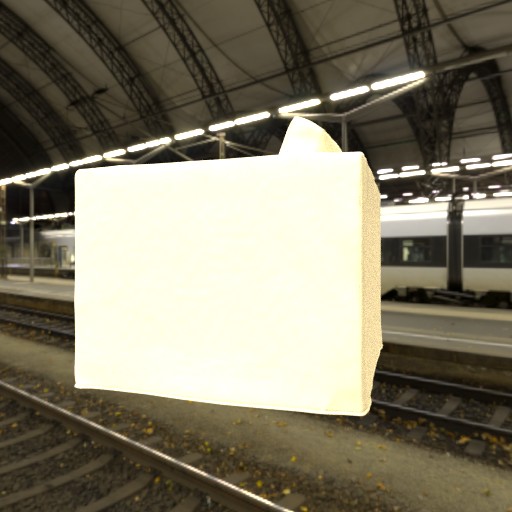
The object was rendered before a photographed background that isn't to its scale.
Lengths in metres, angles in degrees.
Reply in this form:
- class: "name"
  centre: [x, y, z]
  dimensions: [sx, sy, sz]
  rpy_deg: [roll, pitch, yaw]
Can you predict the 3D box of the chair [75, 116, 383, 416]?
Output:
- class: "chair"
  centre: [0.000, 0.000, 1.780]
  dimensions: [0.947, 0.851, 1.057]
  rpy_deg: [0, 0, 18]
